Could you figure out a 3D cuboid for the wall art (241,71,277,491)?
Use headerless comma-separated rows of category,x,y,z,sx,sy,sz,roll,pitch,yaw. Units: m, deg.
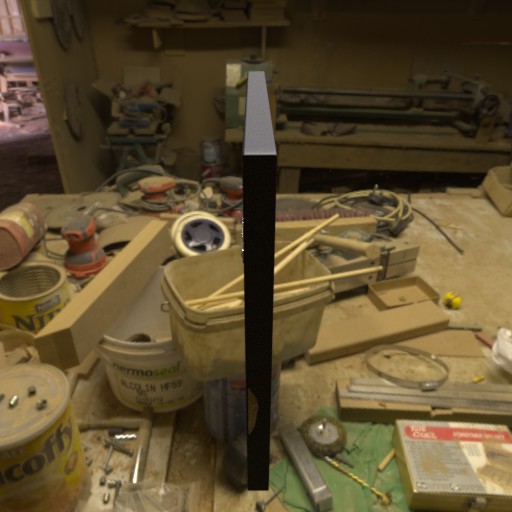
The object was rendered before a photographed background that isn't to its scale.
wall art,0.000,0.000,0.892,0.043,0.611,0.610,0,30,0
